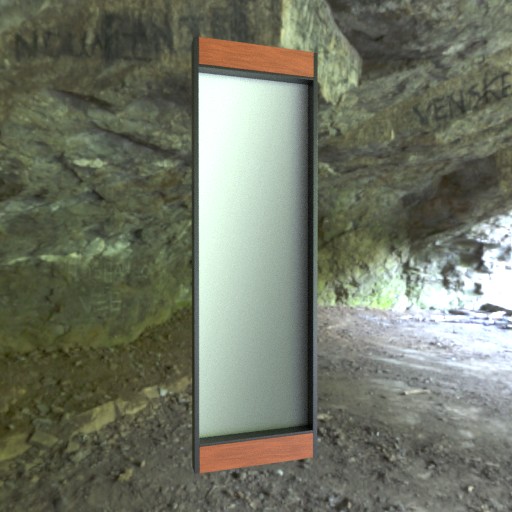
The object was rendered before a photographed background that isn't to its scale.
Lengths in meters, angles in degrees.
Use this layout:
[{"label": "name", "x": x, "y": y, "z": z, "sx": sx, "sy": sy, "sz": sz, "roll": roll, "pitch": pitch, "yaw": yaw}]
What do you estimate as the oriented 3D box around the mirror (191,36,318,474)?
[{"label": "mirror", "x": 0.000, "y": 0.000, "z": 1.205, "sx": 0.343, "sy": 1.123, "sz": 0.047, "roll": 0, "pitch": 1, "yaw": -16}]
